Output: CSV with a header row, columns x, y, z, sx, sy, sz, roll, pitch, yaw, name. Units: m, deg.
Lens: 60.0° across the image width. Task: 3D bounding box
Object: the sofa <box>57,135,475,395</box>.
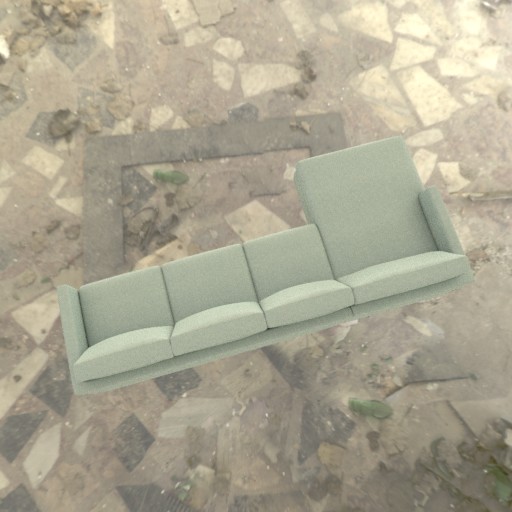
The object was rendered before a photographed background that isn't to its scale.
x,y,z,sx,sy,sz,roll,pitch,yaw,name
0.000,0.000,4.088,3.470,0.953,1.600,-15,76,-4,sofa
